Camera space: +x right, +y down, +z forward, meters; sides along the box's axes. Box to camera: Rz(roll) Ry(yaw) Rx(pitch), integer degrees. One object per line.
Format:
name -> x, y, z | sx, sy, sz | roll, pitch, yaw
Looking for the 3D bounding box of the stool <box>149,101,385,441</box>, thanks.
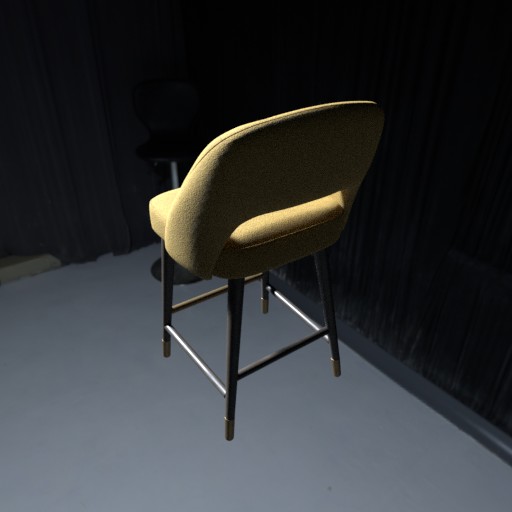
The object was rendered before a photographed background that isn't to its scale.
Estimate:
stool -> 0.000, 0.000, 1.296 | 0.536, 0.939, 0.522 | -20, 36, -30
